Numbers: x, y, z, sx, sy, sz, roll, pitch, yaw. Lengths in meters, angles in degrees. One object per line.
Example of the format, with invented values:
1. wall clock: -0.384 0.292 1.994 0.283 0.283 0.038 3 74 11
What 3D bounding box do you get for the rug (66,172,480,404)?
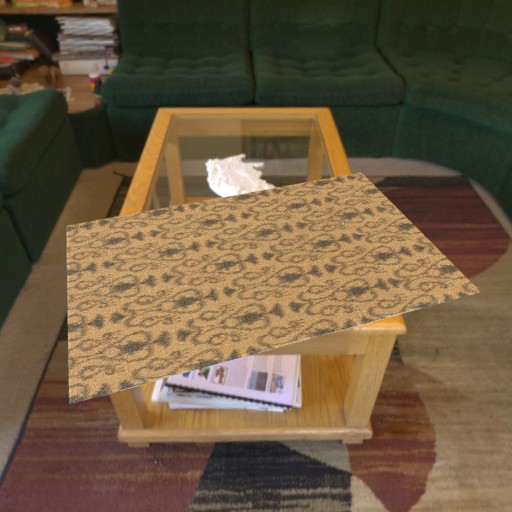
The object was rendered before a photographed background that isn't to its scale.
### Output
1. rug: 0.000 0.000 2.040 1.652 0.006 1.035 -12 42 -14
